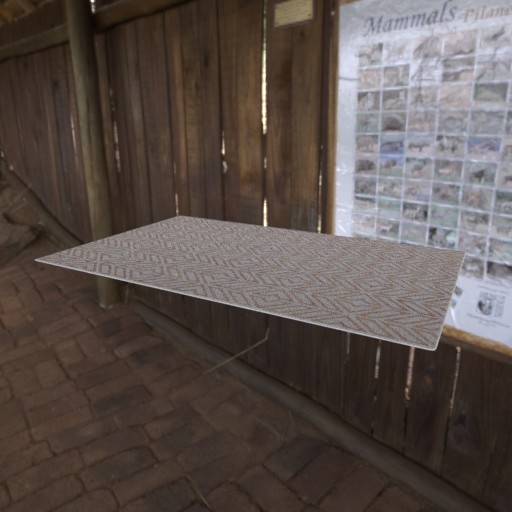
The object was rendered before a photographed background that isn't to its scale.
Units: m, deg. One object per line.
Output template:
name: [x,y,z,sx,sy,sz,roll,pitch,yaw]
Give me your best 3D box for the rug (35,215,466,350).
rug: [0.000,0.000,2.941,2.438,0.008,1.523,9,20,27]
